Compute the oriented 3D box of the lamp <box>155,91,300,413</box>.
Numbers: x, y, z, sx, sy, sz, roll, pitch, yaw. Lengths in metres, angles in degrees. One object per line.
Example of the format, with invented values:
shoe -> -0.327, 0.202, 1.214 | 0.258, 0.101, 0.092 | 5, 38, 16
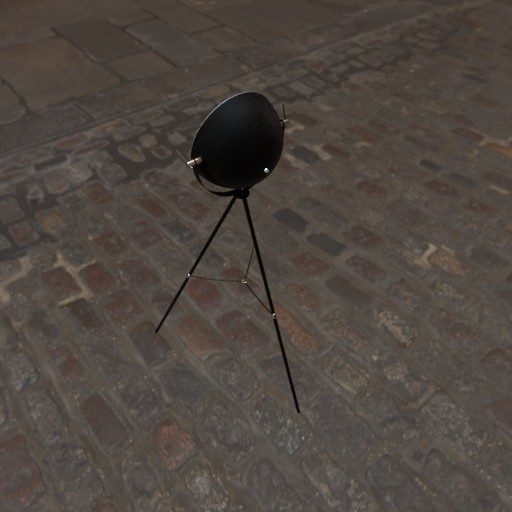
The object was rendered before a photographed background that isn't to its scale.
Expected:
lamp -> 0.000, 0.000, 2.050 | 0.817, 1.512, 0.920 | -31, 53, -26
